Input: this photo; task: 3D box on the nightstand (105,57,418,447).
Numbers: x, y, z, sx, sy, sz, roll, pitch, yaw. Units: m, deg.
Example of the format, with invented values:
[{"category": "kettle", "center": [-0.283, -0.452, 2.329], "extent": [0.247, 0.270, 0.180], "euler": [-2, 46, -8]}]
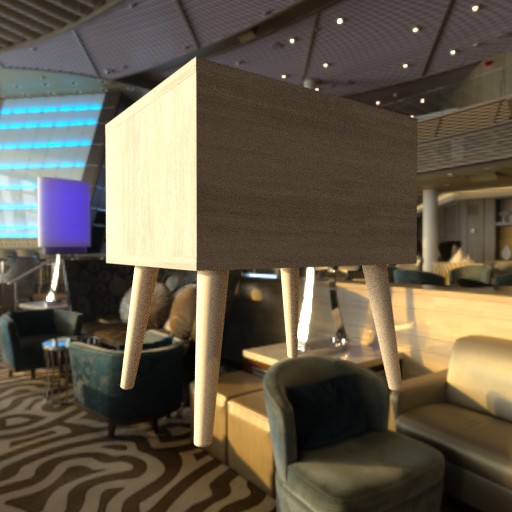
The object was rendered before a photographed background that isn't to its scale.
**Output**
[{"category": "nightstand", "center": [0.000, 0.000, 0.834], "extent": [0.450, 0.500, 0.380], "euler": [-1, 1, -35]}]
